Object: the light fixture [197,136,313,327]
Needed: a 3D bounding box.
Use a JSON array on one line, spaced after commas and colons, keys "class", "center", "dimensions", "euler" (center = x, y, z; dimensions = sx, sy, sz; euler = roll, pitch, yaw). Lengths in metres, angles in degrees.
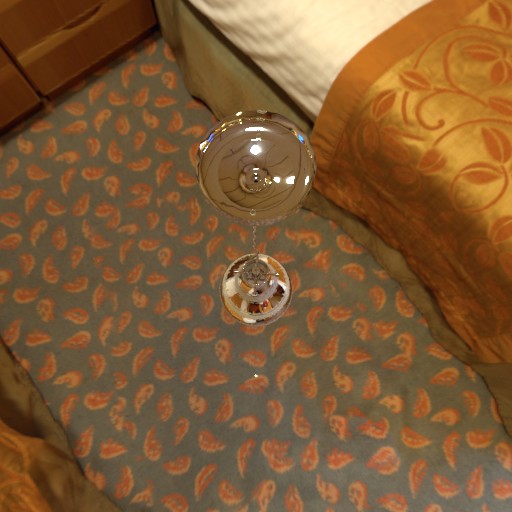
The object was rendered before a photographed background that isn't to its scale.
[{"class": "light fixture", "center": [0.000, 0.000, 1.612], "dimensions": [0.374, 1.457, 0.374], "euler": [4, 75, 1]}]
